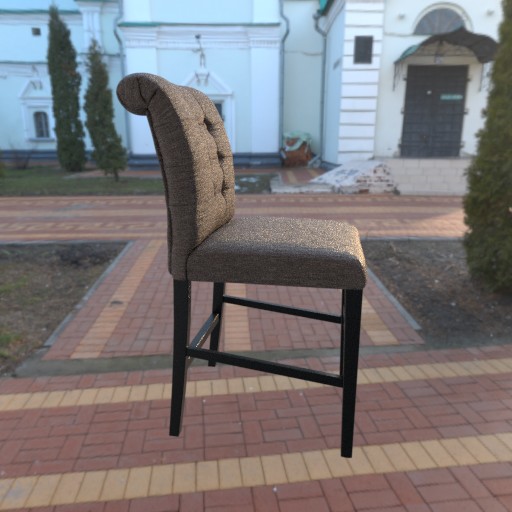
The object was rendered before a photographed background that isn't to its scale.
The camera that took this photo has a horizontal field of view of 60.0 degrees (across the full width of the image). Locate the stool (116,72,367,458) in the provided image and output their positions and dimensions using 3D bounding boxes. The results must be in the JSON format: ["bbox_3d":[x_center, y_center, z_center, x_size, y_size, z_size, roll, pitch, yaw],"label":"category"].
[{"bbox_3d":[0.000,0.000,1.304,0.611,0.970,0.457,3,15,10],"label":"stool"}]
